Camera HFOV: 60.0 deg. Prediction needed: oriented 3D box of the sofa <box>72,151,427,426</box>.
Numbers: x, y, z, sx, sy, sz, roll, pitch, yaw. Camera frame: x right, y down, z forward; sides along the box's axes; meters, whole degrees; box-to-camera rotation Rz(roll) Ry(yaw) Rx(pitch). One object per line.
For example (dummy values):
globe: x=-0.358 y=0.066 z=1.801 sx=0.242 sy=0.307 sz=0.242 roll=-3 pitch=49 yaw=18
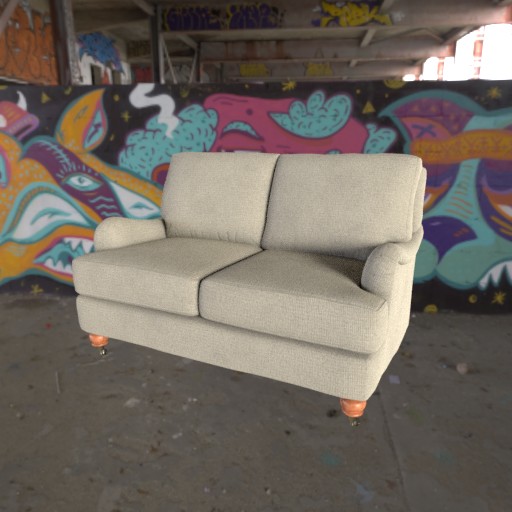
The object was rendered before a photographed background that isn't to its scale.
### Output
sofa: x=0.000 y=0.000 z=2.214 sx=1.480 sy=0.999 sz=1.087 roll=7 pitch=16 yaw=26
